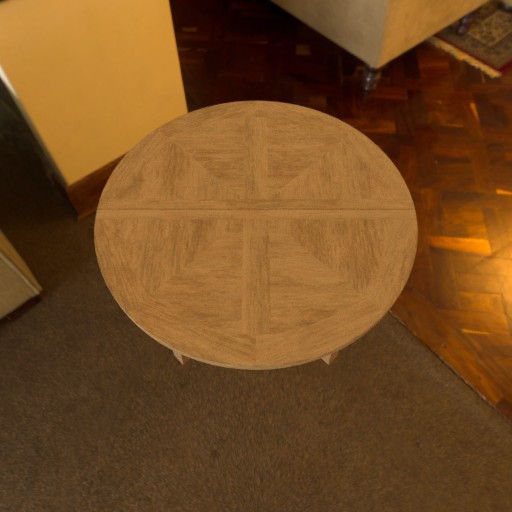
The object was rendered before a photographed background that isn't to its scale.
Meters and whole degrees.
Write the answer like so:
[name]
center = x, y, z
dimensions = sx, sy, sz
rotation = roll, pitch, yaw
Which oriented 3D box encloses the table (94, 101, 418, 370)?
[table]
center = 0.000, 0.000, 2.165
dimensions = 1.319, 0.762, 1.319
rotation = 0, 59, 0
